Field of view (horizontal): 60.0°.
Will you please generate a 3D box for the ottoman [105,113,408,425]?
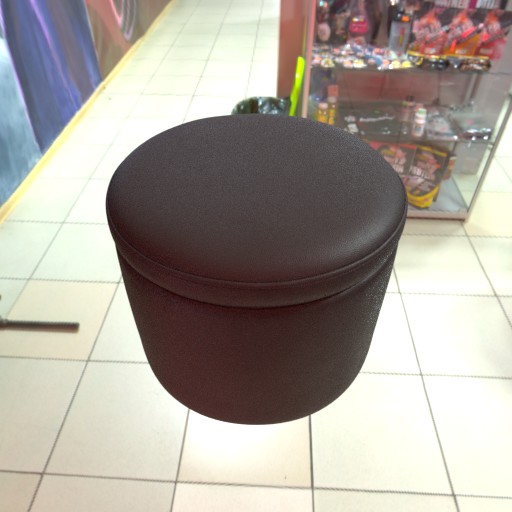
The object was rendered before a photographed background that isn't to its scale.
[{"bbox_3d":[0.000,0.000,0.858,0.500,0.409,0.500,0,42,0],"label":"ottoman"}]
